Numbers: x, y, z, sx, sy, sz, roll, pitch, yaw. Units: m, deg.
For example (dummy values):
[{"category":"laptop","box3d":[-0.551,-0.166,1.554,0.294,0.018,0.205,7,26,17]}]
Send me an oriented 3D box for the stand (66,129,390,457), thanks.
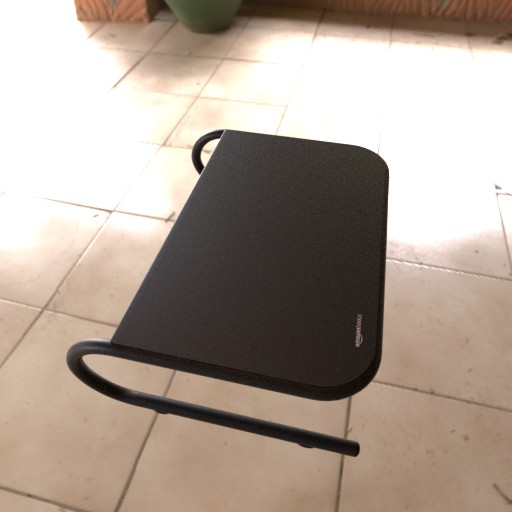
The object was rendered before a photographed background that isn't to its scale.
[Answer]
[{"category":"stand","box3d":[0.000,0.000,0.518,0.280,0.108,0.370,10,47,9]}]
